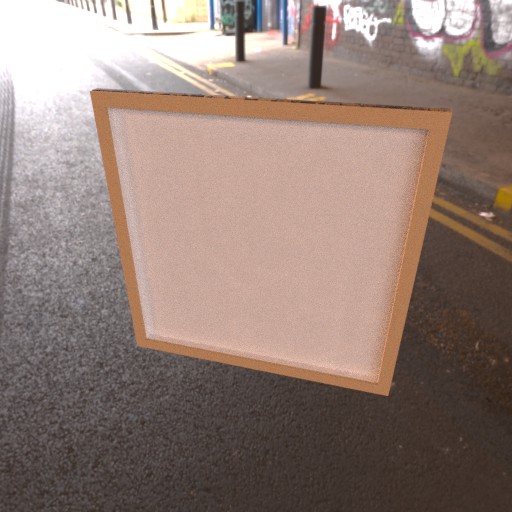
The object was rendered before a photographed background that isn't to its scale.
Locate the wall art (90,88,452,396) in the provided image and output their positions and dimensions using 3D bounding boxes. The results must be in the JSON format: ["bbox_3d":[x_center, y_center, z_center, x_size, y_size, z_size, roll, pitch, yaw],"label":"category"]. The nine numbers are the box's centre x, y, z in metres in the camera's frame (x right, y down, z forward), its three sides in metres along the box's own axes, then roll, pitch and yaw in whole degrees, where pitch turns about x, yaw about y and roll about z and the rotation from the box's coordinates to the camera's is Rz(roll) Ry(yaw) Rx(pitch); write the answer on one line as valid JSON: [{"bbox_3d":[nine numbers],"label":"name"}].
[{"bbox_3d":[0.000,0.000,1.337,0.914,0.914,0.038,8,32,13],"label":"wall art"}]
